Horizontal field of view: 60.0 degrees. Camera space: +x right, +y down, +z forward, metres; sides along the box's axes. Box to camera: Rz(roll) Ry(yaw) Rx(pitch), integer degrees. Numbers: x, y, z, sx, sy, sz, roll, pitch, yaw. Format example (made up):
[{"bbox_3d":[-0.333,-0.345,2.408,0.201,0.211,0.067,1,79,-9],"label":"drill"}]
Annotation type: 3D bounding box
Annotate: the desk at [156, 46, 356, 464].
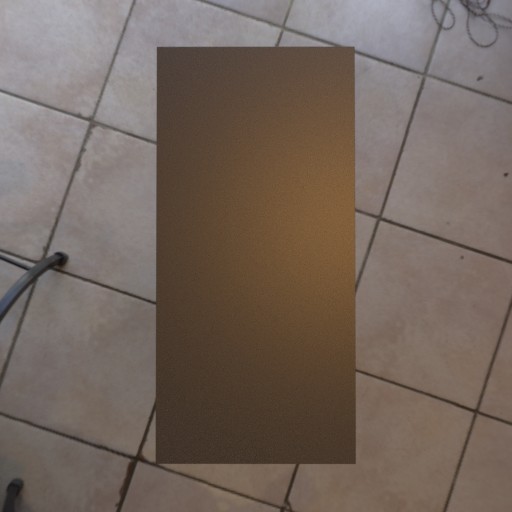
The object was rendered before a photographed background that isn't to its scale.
[{"bbox_3d":[0.000,0.000,1.512,0.504,0.780,1.057,0,89,0],"label":"desk"}]
